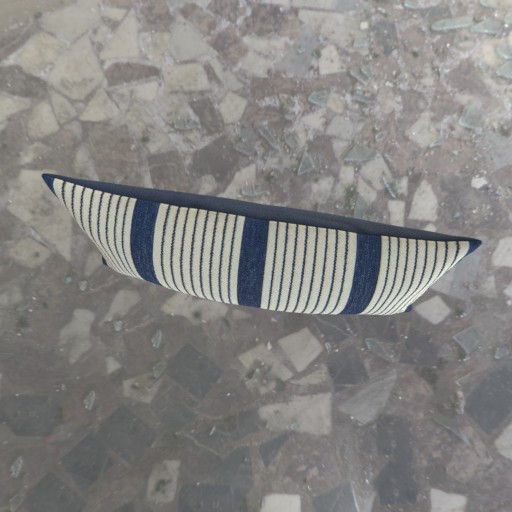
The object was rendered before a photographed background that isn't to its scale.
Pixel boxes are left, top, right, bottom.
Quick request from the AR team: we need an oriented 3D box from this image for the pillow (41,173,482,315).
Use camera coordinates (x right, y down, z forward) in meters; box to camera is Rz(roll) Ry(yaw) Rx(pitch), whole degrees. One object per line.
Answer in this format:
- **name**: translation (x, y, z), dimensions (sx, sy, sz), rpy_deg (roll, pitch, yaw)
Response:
- **pillow**: translation (0.000, 0.000, 0.731), dimensions (0.608, 0.292, 0.156), rpy_deg (9, 76, 2)
